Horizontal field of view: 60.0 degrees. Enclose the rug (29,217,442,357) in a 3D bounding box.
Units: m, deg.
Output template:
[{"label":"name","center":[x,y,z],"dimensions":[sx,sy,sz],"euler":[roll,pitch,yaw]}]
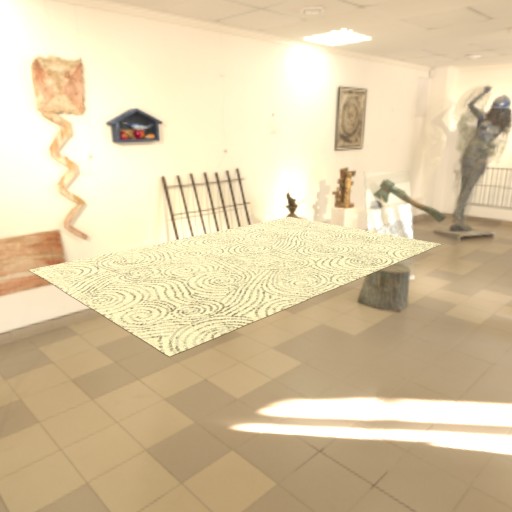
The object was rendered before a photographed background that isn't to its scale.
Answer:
[{"label":"rug","center":[0.000,0.000,3.034],"dimensions":[2.439,0.005,1.524],"euler":[-15,22,-43]}]
